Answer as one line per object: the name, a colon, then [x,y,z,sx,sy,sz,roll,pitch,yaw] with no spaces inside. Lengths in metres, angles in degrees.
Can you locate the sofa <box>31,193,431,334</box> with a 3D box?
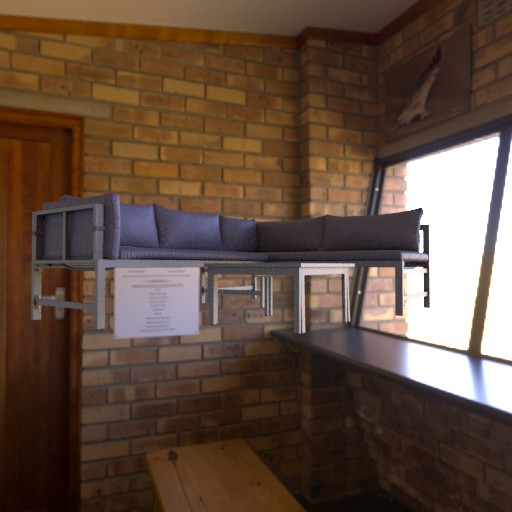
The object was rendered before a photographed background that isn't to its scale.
sofa: [0.000,0.000,2.932,1.658,0.762,2.149,-1,-2,36]
